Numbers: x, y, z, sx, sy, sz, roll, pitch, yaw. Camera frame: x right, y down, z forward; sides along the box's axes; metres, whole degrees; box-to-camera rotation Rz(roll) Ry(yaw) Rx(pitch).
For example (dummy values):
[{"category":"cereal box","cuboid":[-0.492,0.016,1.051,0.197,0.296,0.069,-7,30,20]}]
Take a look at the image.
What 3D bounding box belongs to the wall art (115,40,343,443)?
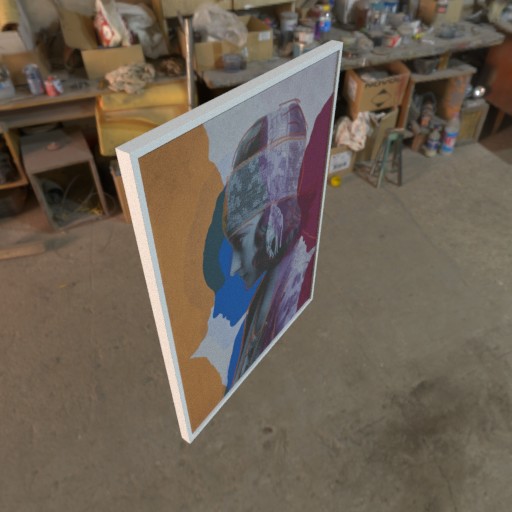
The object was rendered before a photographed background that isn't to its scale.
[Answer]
[{"category":"wall art","cuboid":[0.000,0.000,1.357,0.039,1.050,0.795,25,47,26]}]
